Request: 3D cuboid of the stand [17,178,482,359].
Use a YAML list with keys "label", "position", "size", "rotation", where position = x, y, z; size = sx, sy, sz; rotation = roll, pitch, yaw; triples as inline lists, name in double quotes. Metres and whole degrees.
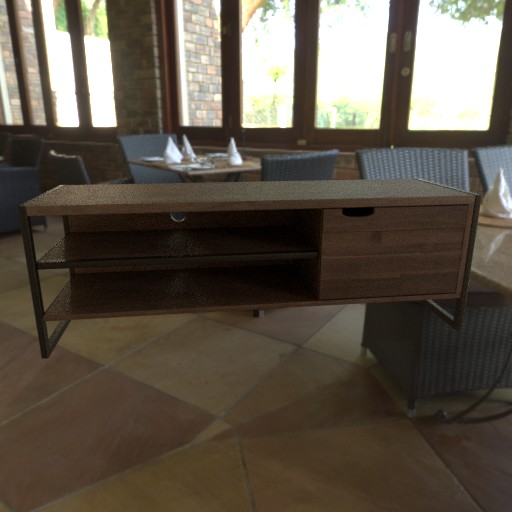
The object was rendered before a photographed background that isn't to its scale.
- label: "stand"
  position: [0.000, 0.000, 1.687]
  size: [1.480, 0.506, 0.454]
  rotation: [-2, 17, -8]
